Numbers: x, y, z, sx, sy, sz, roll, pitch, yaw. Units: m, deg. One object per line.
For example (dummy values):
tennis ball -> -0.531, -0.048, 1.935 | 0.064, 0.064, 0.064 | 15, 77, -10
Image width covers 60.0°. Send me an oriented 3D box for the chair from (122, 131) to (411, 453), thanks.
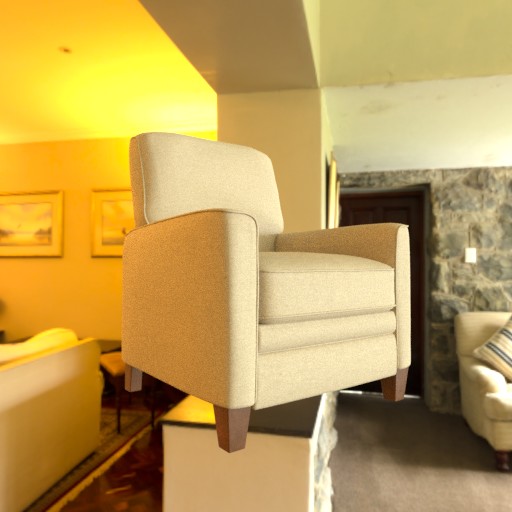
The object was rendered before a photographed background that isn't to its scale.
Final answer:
chair -> 0.000, 0.000, 1.662 | 0.841, 1.023, 0.858 | 1, -1, -37
